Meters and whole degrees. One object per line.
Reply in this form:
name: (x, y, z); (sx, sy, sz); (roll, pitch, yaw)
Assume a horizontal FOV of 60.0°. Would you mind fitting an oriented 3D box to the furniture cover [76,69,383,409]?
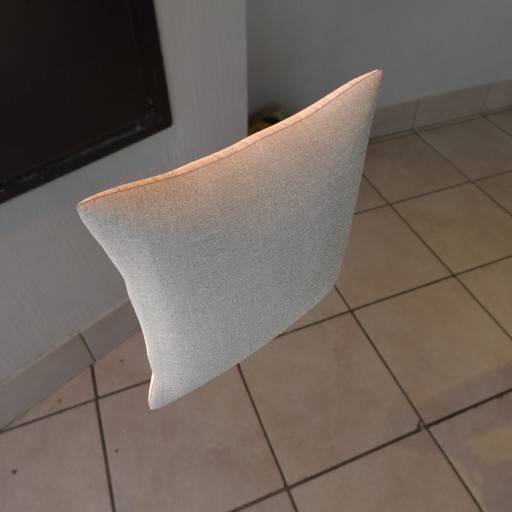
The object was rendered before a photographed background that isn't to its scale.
furniture cover: (0.000, 0.000, 0.760); (0.512, 0.506, 0.178); (-32, 55, -26)
